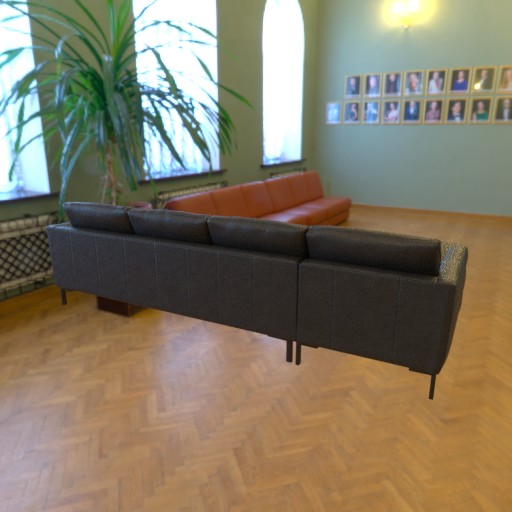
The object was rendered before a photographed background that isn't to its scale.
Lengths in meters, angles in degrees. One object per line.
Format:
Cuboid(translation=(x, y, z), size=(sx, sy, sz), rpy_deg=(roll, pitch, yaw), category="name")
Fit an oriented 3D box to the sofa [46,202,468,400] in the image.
Cuboid(translation=(0.000, 0.000, 3.492), size=(2.993, 0.859, 1.471), rpy_deg=(8, 17, 27), category="sofa")
